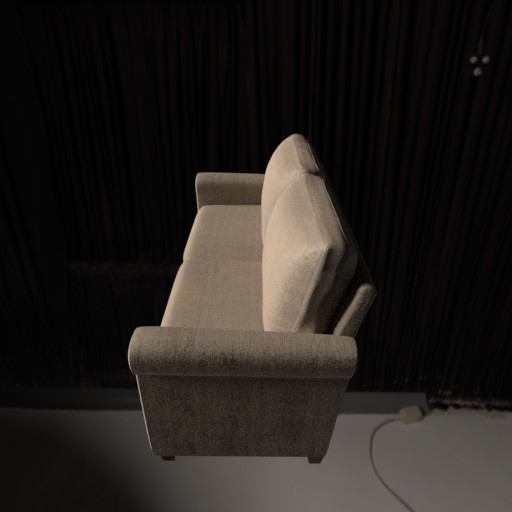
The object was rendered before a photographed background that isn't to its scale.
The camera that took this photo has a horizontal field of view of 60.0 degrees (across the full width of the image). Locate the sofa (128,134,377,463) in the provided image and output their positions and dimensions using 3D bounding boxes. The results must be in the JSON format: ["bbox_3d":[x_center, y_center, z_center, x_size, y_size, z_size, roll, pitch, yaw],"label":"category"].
[{"bbox_3d":[0.000,0.000,2.366,0.842,0.942,1.935,0,28,0],"label":"sofa"}]
